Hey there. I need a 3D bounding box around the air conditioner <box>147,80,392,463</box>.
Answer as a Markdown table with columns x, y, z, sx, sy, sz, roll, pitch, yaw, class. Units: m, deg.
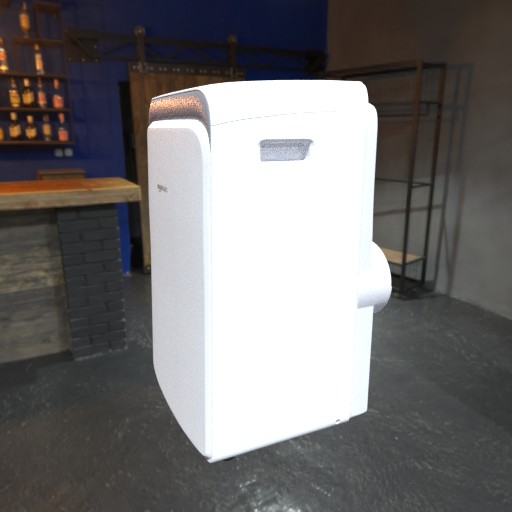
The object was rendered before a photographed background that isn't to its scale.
| x | y | z | sx | sy | sz | roll | pitch | yaw | class |
| --- | --- | --- | --- | --- | --- | --- | --- | --- | --- |
| 0.000 | 0.000 | 1.058 | 0.467 | 0.765 | 0.478 | -8 | 18 | -25 | air conditioner |
